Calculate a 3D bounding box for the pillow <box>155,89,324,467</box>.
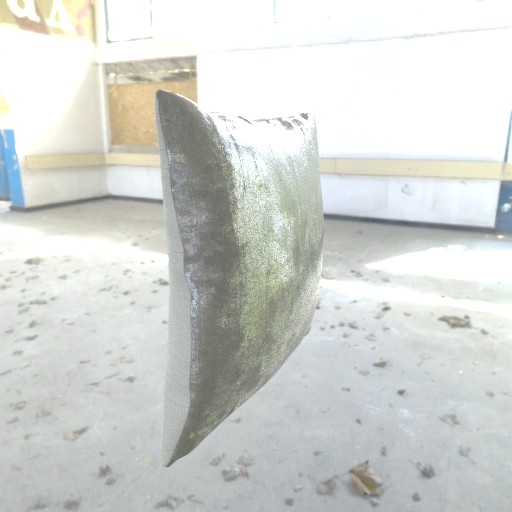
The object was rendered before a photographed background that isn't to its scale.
[{"bbox_3d":[0.000,0.000,0.705,0.175,0.464,0.470,8,18,26],"label":"pillow"}]
